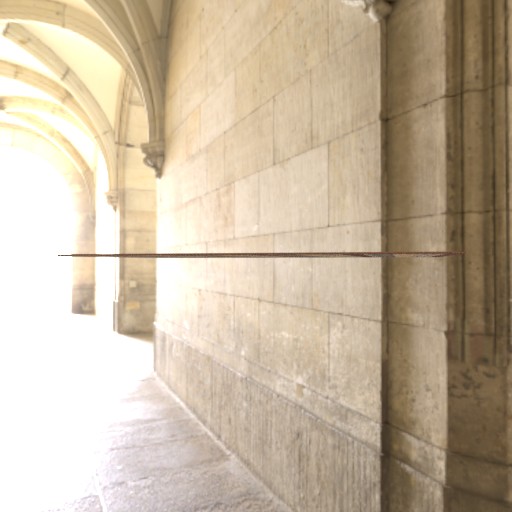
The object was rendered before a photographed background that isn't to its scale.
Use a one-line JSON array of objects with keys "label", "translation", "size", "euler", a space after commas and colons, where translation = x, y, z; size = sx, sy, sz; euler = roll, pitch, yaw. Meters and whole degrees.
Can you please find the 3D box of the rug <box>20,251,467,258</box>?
[{"label": "rug", "translation": [0.000, 0.000, 2.280], "size": [1.829, 0.008, 1.219], "euler": [0, -1, 18]}]
